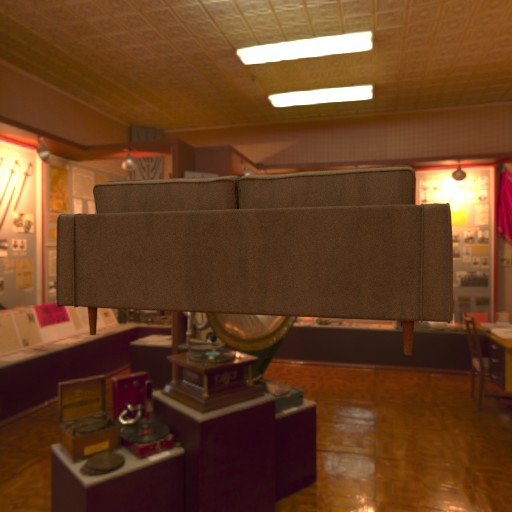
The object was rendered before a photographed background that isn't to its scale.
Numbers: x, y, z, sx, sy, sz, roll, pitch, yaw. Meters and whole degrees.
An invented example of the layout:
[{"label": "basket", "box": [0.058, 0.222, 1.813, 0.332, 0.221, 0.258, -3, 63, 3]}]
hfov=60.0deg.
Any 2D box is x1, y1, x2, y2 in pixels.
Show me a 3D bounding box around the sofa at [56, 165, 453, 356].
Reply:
[{"label": "sofa", "box": [0.000, 0.000, 2.448, 1.920, 0.825, 0.924, 0, 1, 17]}]
